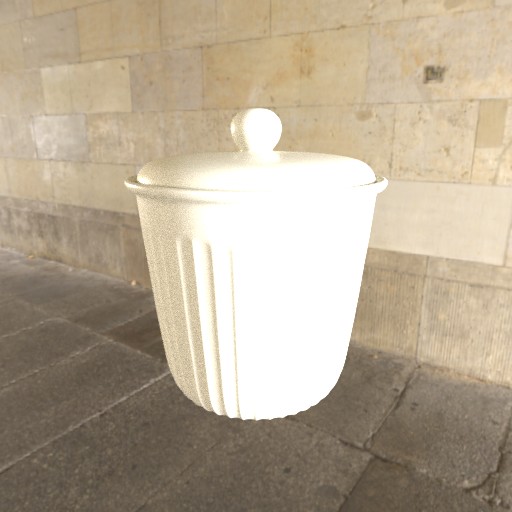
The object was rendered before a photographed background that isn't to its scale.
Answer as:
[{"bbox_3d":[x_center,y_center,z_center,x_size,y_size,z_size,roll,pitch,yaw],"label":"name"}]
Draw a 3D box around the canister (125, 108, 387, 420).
[{"bbox_3d":[0.000,0.000,0.332,0.181,0.211,0.181,0,15,0],"label":"canister"}]
